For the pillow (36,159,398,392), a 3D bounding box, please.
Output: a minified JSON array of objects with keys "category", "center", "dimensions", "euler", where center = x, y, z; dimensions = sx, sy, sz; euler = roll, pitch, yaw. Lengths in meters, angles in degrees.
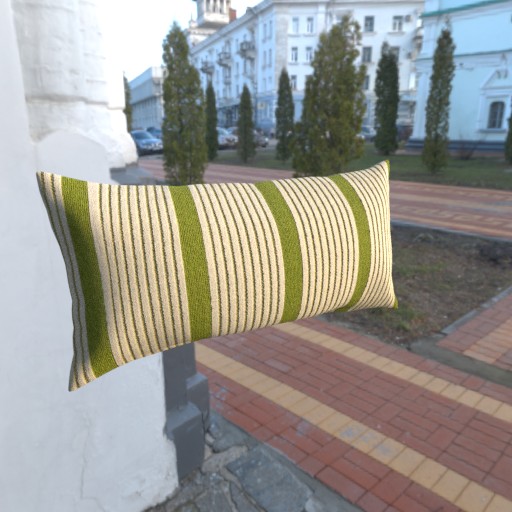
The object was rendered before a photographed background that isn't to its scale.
[{"category":"pillow","center":[0.000,0.000,0.720],"dimensions":[0.608,0.292,0.156],"euler":[-8,18,-27]}]
